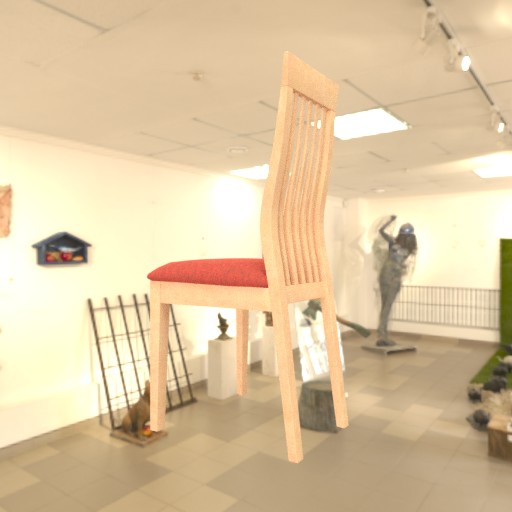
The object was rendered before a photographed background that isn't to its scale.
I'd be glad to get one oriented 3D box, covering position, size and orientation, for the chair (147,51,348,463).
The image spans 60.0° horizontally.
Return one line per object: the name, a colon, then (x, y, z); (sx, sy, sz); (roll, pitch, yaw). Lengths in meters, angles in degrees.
chair: (0.000, 0.000, 1.346); (0.474, 1.027, 0.460); (0, 1, 36)
